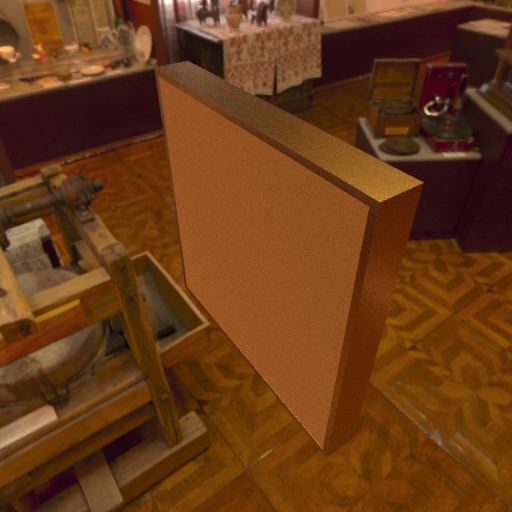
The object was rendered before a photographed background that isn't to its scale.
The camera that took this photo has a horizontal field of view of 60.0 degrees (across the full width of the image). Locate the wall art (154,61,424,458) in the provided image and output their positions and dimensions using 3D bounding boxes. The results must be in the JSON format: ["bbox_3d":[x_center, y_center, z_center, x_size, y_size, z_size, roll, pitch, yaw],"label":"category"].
[{"bbox_3d":[0.000,0.000,0.455,0.038,0.304,0.304,-24,45,-26],"label":"wall art"}]
